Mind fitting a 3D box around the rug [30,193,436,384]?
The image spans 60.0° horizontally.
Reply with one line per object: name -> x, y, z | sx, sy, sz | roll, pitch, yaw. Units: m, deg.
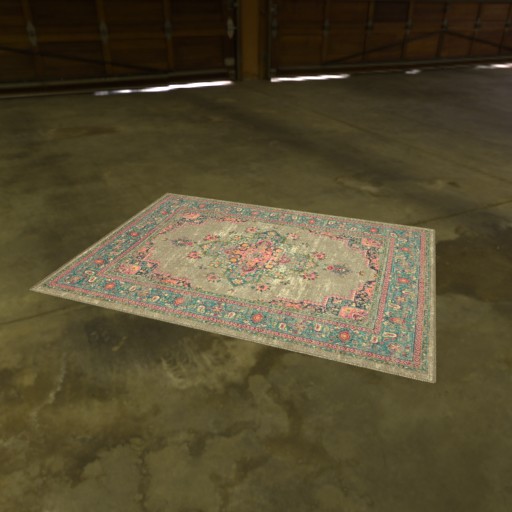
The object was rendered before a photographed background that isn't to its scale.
rug -> 0.000, 0.000, 2.896 | 2.214, 0.013, 1.609 | 10, 31, 17
